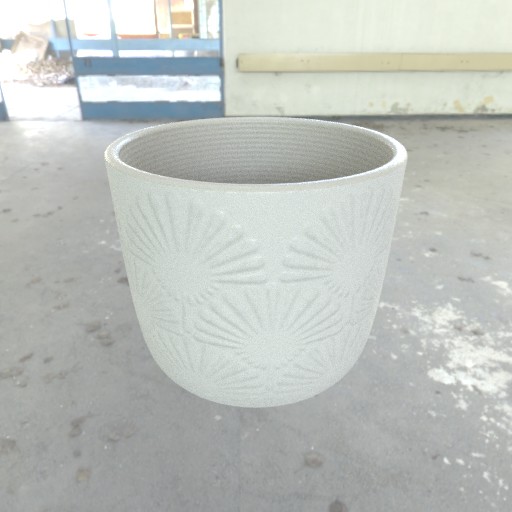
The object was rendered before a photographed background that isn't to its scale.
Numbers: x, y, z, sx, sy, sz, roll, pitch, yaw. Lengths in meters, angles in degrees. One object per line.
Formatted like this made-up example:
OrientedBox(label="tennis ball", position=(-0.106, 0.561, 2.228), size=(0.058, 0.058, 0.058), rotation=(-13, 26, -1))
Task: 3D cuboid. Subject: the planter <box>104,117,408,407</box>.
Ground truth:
OrientedBox(label="planter", position=(0.000, 0.000, 0.213), size=(0.124, 0.109, 0.124), rotation=(0, 27, 0))
